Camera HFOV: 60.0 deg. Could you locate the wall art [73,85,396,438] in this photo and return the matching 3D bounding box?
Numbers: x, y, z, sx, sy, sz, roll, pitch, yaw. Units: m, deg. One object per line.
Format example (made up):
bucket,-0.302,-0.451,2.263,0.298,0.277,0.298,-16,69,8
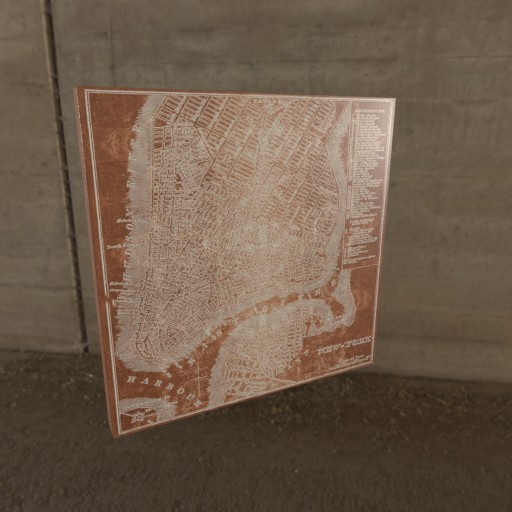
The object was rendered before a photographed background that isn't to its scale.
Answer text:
wall art,0.000,0.000,0.583,0.403,0.403,0.035,-8,18,-25
